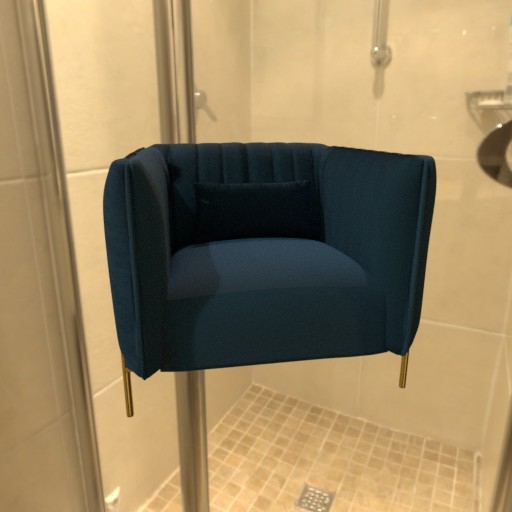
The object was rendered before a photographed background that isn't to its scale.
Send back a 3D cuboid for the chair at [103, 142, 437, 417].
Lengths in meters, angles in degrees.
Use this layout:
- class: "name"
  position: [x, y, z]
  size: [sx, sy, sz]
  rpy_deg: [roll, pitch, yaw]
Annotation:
- class: "chair"
  position: [0.000, 0.000, 1.637]
  size: [0.947, 0.793, 0.877]
  rpy_deg: [-3, 17, -10]
